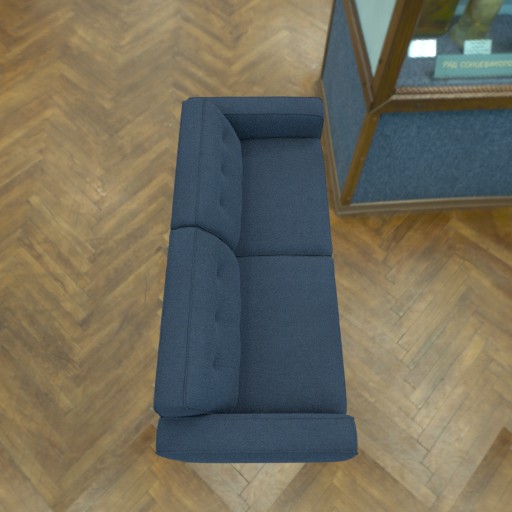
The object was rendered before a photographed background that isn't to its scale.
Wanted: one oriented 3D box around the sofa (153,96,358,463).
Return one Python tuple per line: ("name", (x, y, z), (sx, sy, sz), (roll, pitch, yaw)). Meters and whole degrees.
("sofa", (0.000, 0.000, 2.685), (0.953, 0.782, 2.270), (0, 63, 0))
